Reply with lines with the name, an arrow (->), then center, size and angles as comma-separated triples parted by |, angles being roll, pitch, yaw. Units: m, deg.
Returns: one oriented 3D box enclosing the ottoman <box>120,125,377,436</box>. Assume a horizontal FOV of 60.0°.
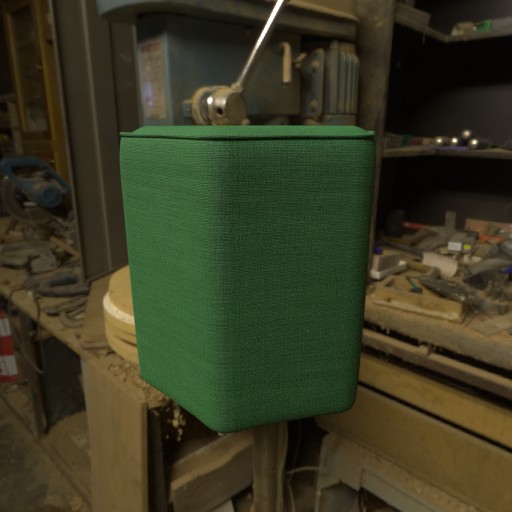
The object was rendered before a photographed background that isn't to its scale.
ottoman -> 0.000, 0.000, 0.900 | 0.499, 0.507, 0.444 | 16, 23, 42
